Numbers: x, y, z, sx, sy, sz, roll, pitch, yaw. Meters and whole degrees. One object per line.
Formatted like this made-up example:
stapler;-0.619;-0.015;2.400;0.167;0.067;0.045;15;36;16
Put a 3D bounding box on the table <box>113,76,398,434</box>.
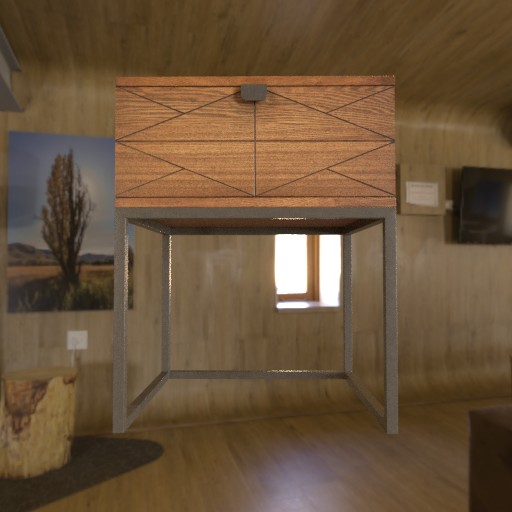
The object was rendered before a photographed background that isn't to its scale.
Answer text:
table;0.000;0.000;0.942;0.482;0.610;0.400;0;-2;1
